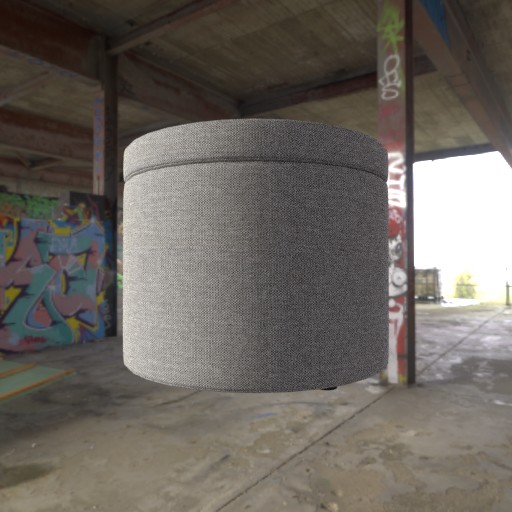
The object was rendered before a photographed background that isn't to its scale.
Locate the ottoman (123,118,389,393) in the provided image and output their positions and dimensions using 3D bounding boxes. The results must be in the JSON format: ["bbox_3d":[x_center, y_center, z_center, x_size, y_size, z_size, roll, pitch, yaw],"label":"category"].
[{"bbox_3d":[0.000,0.000,0.868,0.500,0.419,0.500,0,-1,0],"label":"ottoman"}]
